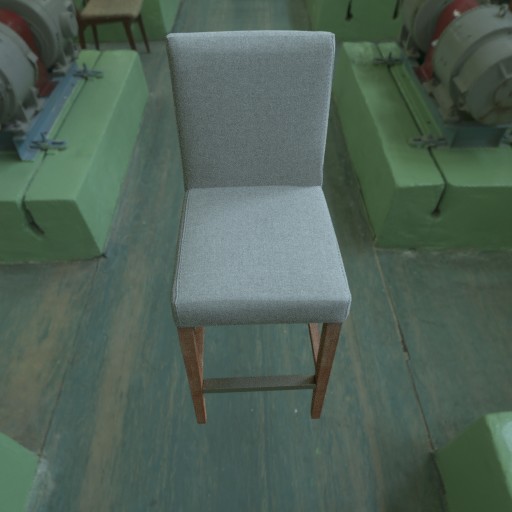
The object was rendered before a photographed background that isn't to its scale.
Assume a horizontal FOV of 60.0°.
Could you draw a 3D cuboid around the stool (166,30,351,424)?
[{"bbox_3d":[0.000,0.000,1.320,0.439,1.088,0.570,-2,47,-2],"label":"stool"}]
